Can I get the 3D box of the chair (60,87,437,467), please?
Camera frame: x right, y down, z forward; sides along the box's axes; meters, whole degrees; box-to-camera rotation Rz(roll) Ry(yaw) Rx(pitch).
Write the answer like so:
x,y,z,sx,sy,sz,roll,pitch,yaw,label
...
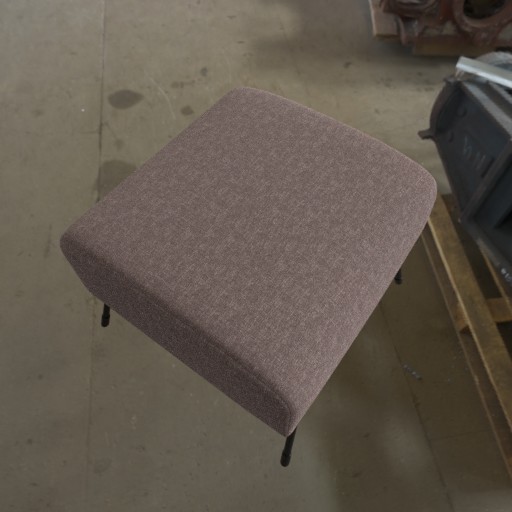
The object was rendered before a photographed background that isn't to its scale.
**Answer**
x,y,z,sx,sy,sz,roll,pitch,yaw,label
0.000,0.000,0.908,0.530,0.410,0.530,31,62,19,chair
